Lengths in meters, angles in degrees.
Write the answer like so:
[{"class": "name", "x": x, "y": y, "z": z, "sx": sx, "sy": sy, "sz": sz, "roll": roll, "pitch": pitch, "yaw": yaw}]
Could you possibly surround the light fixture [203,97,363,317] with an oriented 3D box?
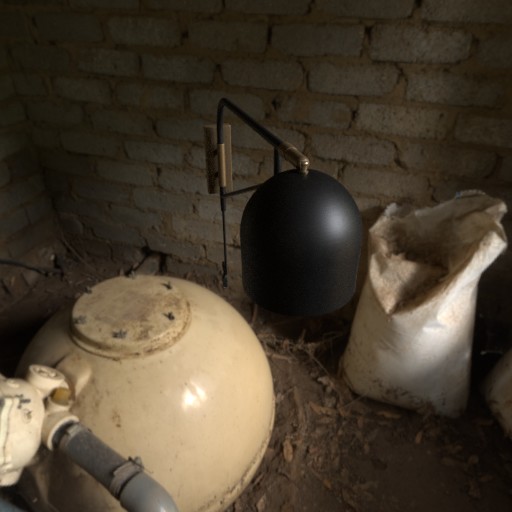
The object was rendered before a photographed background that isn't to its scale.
[{"class": "light fixture", "x": 0.000, "y": 0.000, "z": 1.099, "sx": 0.215, "sy": 0.696, "sz": 0.720, "roll": -11, "pitch": 36, "yaw": -15}]
